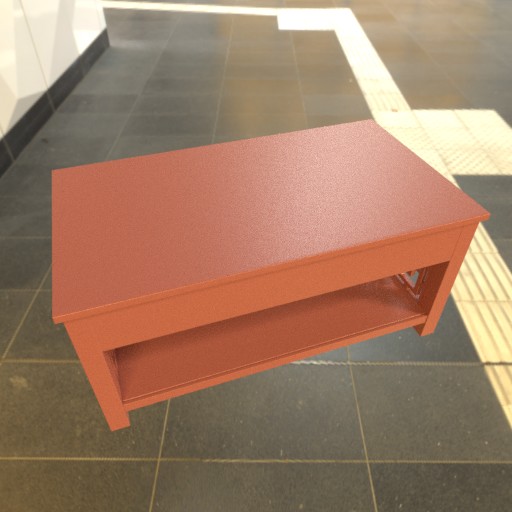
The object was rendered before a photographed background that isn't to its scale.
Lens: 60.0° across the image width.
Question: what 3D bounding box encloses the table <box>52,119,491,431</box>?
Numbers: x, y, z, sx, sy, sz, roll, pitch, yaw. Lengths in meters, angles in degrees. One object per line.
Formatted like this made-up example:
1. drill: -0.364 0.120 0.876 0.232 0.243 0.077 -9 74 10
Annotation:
1. table: 0.000 0.000 1.390 1.068 0.493 0.612 -13 43 -14
